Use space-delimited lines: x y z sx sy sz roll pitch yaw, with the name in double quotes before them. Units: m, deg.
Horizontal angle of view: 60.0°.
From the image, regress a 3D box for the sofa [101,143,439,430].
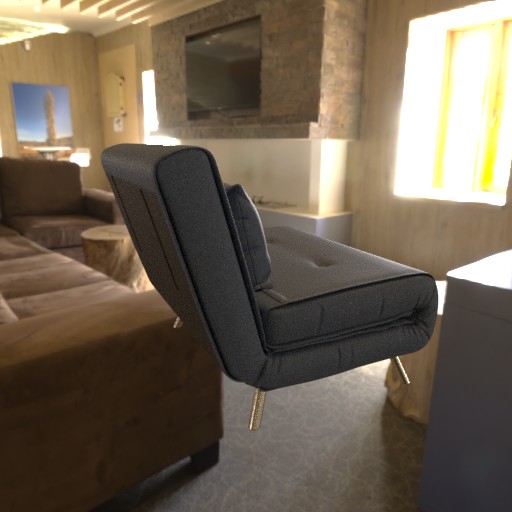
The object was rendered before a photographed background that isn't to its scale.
"sofa" 0.000 0.000 1.750 0.996 0.860 0.999 -7 16 -25
